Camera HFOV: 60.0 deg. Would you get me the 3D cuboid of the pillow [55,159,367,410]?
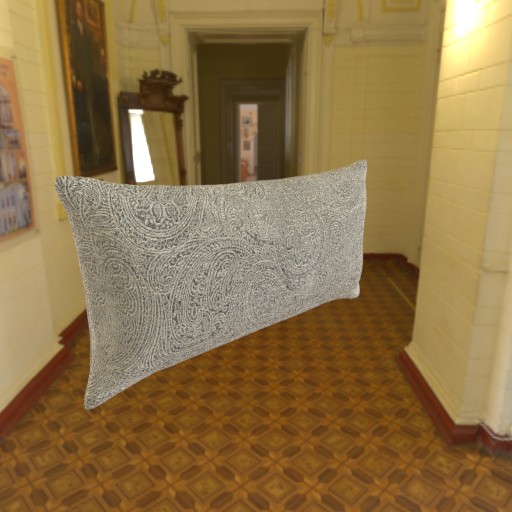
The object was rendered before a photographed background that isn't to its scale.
[{"bbox_3d":[0.000,0.000,0.730,0.615,0.295,0.151,-14,20,-42],"label":"pillow"}]
